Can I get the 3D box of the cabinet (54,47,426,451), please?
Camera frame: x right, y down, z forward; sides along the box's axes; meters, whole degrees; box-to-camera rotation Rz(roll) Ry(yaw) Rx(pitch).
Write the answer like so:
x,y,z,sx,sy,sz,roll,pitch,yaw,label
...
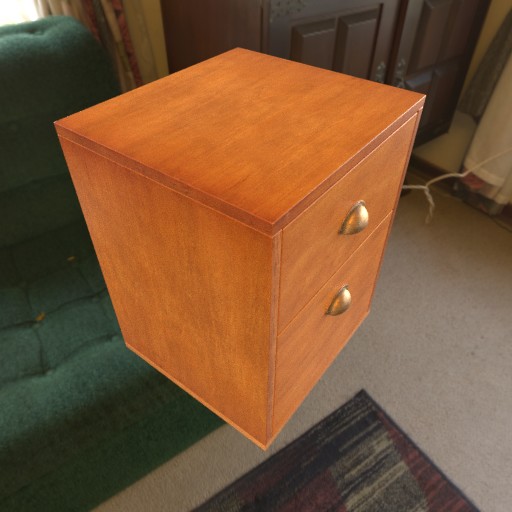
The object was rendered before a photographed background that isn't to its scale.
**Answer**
x,y,z,sx,sy,sz,roll,pitch,yaw,label
0.000,0.000,0.845,0.401,0.579,0.409,27,49,27,cabinet
